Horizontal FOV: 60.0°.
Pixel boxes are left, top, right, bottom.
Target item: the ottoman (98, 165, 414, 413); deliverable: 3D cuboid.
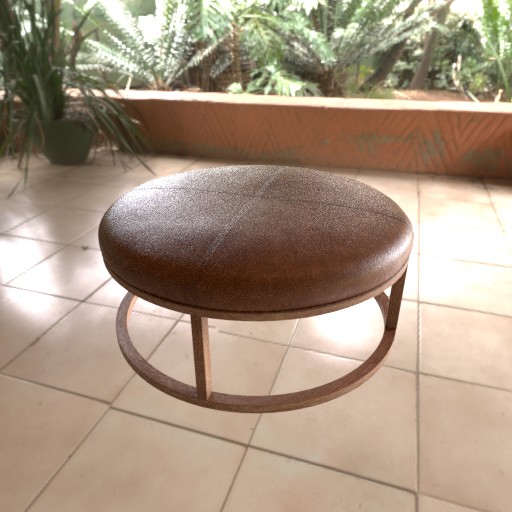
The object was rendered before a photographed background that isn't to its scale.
[{"bbox_3d":[0.000,0.000,1.543,1.006,0.445,1.006,0,28,0],"label":"ottoman"}]
